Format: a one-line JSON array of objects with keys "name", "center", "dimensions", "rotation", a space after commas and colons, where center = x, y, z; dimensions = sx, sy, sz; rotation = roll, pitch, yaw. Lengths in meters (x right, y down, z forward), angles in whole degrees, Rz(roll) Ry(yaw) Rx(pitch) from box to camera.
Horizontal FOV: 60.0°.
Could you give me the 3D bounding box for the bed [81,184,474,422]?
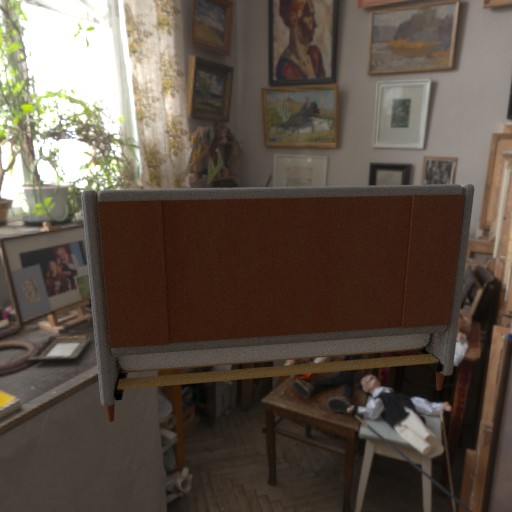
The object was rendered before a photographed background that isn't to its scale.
[{"name": "bed", "center": [0.000, 0.000, 3.506], "dimensions": [2.062, 1.289, 2.342], "rotation": [-2, 14, -9]}]
